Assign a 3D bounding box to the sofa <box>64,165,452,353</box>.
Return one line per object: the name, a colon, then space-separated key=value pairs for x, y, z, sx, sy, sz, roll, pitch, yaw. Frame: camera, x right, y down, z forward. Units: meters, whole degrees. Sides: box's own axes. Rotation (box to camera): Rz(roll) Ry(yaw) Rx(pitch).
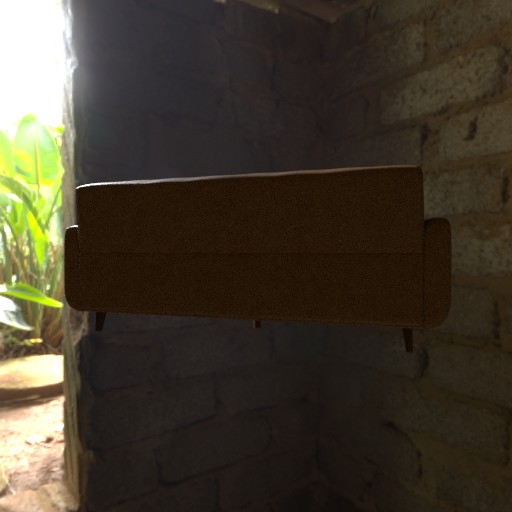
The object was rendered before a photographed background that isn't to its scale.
sofa: x=0.000 y=0.000 z=2.723 sx=2.137 sy=0.892 sz=0.980 roll=0 pitch=1 yaw=19
